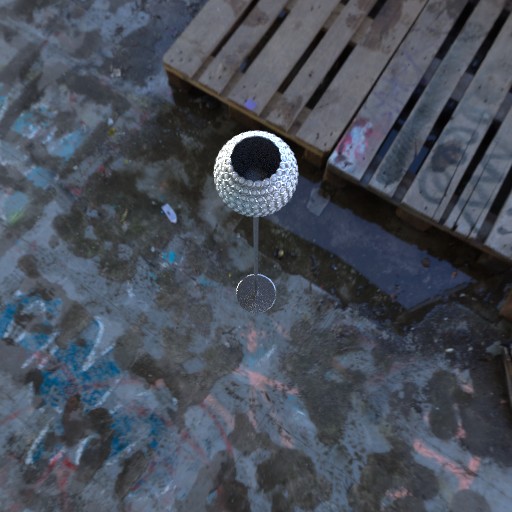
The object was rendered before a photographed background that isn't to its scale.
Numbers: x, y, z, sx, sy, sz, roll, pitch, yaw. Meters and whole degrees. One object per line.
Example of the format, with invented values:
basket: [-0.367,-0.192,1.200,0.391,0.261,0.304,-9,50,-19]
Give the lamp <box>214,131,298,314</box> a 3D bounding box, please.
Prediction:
lamp: [0.000,0.000,1.983,0.254,1.805,0.254,0,74,0]
